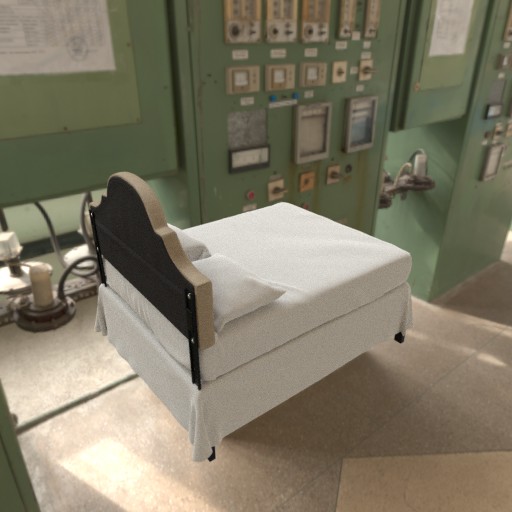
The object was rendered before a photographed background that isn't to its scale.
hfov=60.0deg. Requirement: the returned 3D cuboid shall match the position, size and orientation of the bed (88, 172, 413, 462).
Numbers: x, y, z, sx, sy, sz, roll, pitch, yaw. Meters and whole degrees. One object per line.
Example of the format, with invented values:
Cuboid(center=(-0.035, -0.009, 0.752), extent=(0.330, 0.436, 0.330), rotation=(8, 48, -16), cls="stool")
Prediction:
Cuboid(center=(0.000, 0.000, 3.480), extent=(2.222, 1.634, 1.780), rotation=(-19, 32, -33), cls="bed")
